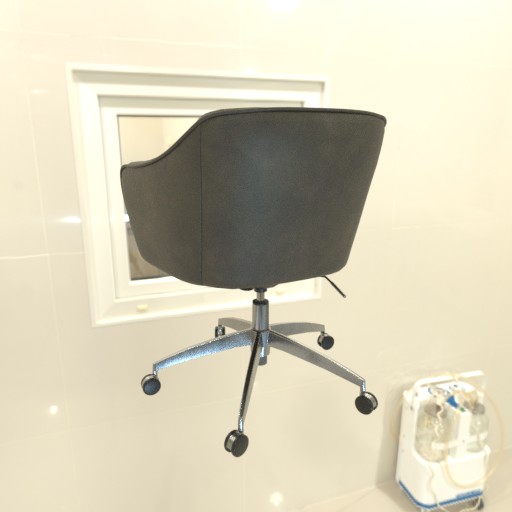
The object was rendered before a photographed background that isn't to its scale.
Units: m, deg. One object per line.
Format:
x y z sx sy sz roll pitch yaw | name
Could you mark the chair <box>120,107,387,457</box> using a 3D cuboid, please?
0.000 0.000 1.352 0.713 0.827 0.689 -8 17 -27 | chair
